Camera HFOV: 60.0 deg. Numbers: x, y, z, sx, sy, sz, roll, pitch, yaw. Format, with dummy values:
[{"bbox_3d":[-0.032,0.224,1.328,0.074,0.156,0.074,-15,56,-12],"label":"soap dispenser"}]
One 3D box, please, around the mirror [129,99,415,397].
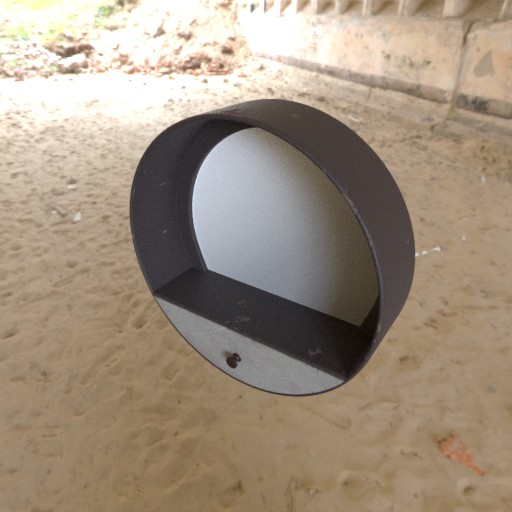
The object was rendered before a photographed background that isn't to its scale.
[{"bbox_3d":[0.000,0.000,0.596,0.386,0.386,0.126,19,34,29],"label":"mirror"}]
